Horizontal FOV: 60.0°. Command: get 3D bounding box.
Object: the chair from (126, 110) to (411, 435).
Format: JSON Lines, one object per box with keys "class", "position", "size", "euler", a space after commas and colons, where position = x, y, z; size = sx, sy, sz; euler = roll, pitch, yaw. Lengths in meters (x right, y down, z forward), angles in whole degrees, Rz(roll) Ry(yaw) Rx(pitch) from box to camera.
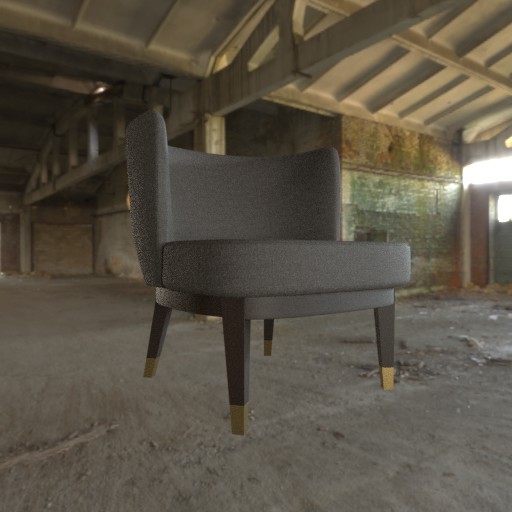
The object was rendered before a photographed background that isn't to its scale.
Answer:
{"class": "chair", "position": [0.000, 0.000, 1.227], "size": [0.639, 0.695, 0.698], "euler": [0, 1, -37]}
